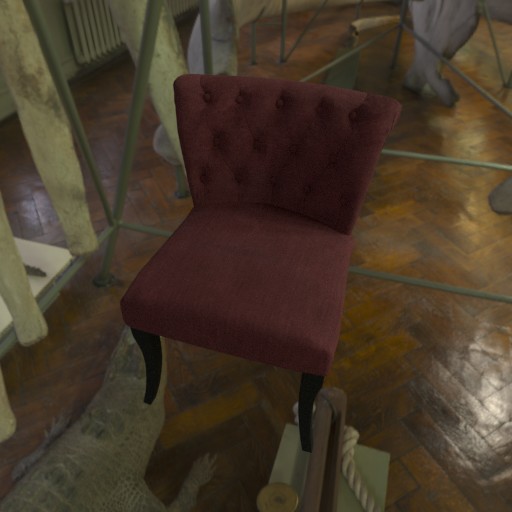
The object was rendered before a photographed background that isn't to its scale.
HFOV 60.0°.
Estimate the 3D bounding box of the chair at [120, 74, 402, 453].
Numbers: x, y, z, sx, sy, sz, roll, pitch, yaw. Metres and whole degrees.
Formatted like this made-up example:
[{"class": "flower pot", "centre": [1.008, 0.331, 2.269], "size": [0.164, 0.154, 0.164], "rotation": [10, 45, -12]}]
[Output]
[{"class": "chair", "centre": [0.000, 0.000, 1.185], "size": [0.582, 0.750, 0.605], "rotation": [12, 43, 13]}]
